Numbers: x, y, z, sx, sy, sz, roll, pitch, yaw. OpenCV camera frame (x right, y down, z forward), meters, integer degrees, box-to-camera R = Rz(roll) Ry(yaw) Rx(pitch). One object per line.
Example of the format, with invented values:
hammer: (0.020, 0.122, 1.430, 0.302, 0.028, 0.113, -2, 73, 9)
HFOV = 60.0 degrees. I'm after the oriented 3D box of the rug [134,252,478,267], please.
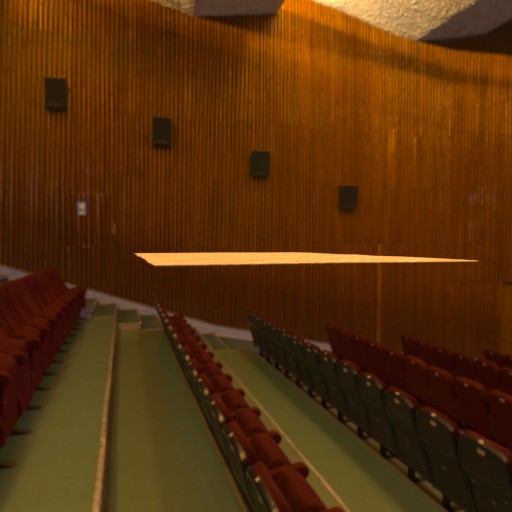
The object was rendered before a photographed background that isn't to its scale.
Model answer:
rug: (0.000, 0.000, 2.244, 1.146, 0.010, 1.745, 0, 2, -17)
